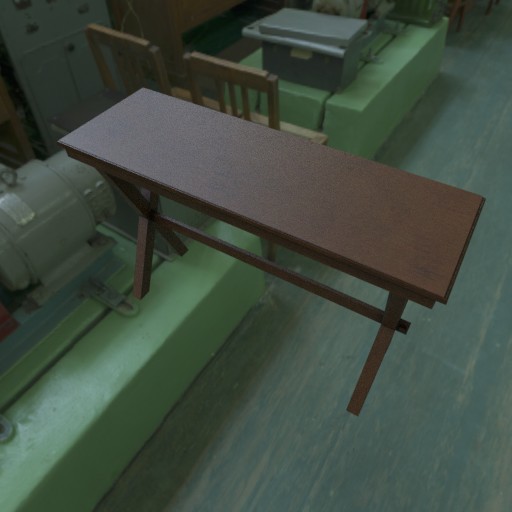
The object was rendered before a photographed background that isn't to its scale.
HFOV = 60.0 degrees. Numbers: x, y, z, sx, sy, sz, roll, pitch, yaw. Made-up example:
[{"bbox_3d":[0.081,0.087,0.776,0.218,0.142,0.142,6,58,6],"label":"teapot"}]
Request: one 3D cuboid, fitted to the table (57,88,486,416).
[{"bbox_3d":[0.000,0.000,1.554,1.197,0.763,0.399,24,52,20],"label":"table"}]
